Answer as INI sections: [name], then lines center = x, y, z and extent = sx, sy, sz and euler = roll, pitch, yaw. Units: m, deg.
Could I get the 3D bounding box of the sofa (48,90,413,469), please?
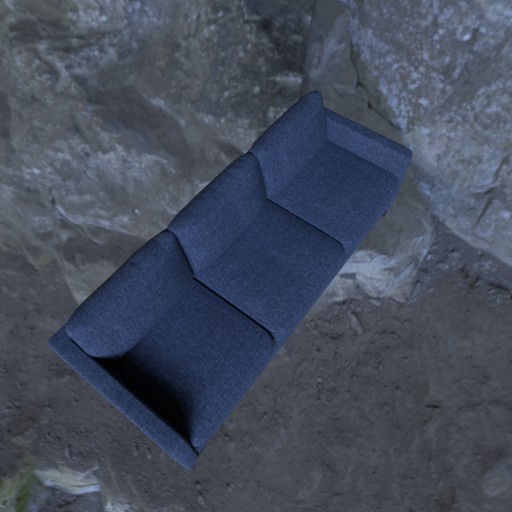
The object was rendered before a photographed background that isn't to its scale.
[sofa]
center = 0.000, 0.000, 2.632
extent = 0.859, 0.874, 2.218
euler = 33, 64, 18
